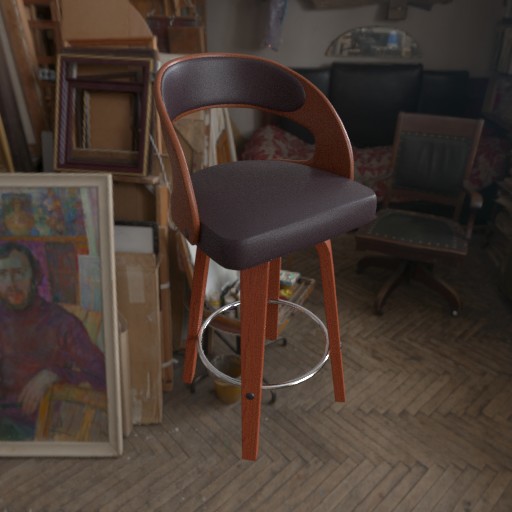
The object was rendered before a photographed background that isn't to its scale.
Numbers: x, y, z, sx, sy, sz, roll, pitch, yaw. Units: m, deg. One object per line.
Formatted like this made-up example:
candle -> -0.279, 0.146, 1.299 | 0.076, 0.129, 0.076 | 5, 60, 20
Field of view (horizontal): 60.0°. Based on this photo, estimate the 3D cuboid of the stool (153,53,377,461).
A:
stool -> 0.000, 0.000, 1.167 | 0.457, 0.940, 0.457 | -20, 36, -30
